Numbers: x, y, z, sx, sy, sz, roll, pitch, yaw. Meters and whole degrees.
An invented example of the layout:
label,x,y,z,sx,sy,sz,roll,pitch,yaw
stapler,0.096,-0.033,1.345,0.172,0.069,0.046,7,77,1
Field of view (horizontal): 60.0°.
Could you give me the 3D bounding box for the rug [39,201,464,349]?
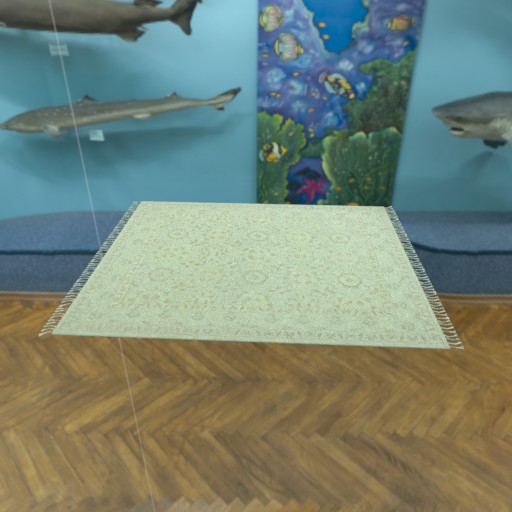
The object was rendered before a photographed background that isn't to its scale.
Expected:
label,x,y,z,sx,sy,sz,roll,pitch,yaw
rug,0.000,0.000,4.179,3.043,0.013,2.444,2,31,3
